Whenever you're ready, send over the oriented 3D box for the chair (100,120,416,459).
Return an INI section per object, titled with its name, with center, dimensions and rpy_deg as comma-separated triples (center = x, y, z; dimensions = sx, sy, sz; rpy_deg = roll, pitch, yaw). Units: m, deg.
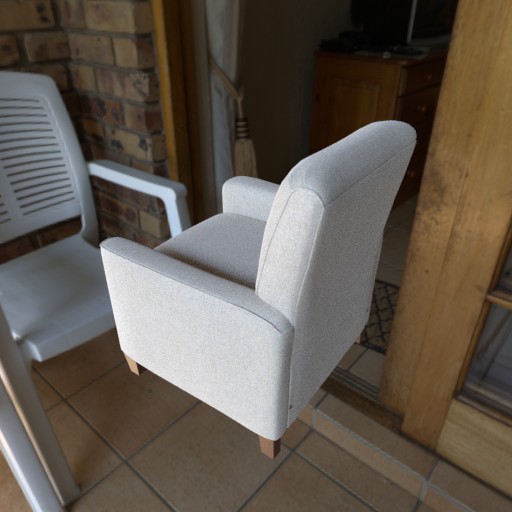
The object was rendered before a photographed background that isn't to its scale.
[chair]
center = 0.000, 0.000, 1.682
dimensions = 0.859, 1.023, 0.845
rpy_deg = 20, 36, 29
